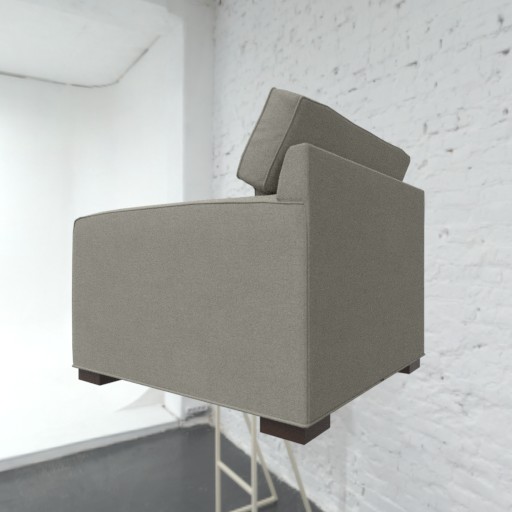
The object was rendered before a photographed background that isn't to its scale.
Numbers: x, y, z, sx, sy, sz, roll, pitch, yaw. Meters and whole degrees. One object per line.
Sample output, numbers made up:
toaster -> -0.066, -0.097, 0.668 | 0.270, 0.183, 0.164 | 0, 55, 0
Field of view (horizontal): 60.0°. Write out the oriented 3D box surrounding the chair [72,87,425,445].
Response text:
chair -> 0.000, 0.000, 1.777 | 1.044, 0.934, 0.999 | 0, 0, 37
